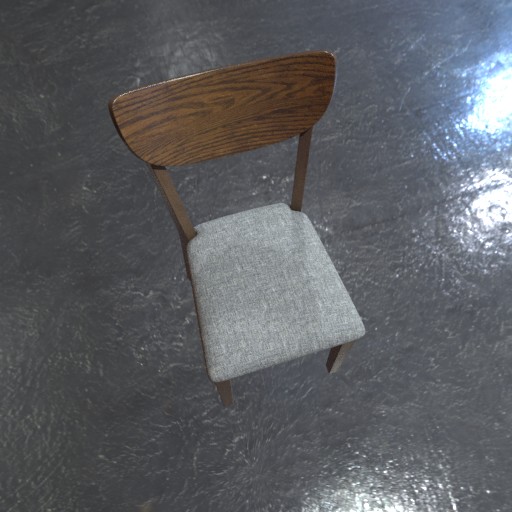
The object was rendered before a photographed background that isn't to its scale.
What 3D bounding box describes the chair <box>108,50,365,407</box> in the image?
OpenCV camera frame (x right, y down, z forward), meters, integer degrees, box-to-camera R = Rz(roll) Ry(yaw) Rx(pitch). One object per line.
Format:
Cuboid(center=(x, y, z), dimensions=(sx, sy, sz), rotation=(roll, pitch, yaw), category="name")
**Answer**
Cuboid(center=(0.000, 0.000, 1.198), dimensions=(0.491, 0.849, 0.583), rotation=(-15, 65, -7), category="chair")
